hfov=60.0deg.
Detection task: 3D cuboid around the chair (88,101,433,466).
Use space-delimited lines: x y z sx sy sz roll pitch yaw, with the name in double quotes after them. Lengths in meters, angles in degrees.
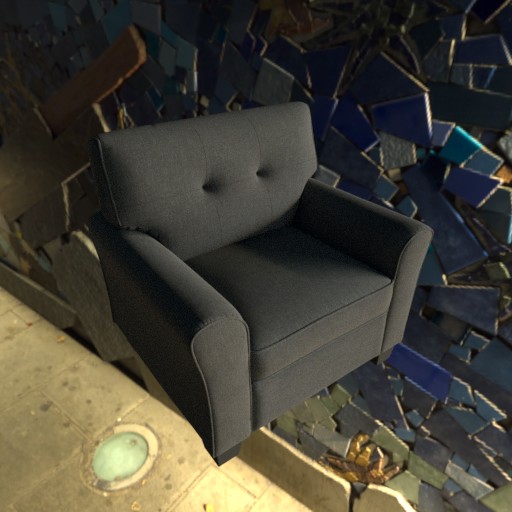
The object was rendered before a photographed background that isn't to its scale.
0.000 0.000 1.584 0.941 0.890 0.816 -21 36 -31 "chair"
